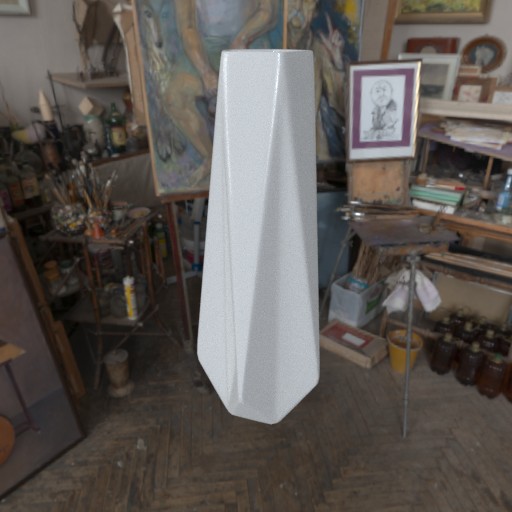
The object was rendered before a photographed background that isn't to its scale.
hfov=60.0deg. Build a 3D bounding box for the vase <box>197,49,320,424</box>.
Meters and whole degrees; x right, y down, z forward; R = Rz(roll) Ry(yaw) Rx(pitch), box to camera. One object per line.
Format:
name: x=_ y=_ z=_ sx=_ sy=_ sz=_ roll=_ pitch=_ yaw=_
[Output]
vase: x=0.000 y=0.000 z=0.391 sx=0.116 sy=0.329 sz=0.122 roll=0 pitch=26 yaw=0
